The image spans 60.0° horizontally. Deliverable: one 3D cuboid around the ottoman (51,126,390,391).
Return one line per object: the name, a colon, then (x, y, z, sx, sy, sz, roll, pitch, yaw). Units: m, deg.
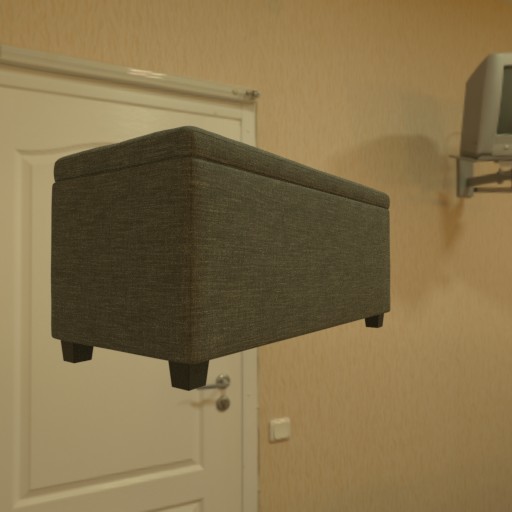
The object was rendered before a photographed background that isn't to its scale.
ottoman: (0.000, 0.000, 1.138, 0.419, 0.432, 0.902, 0, -1, 36)
